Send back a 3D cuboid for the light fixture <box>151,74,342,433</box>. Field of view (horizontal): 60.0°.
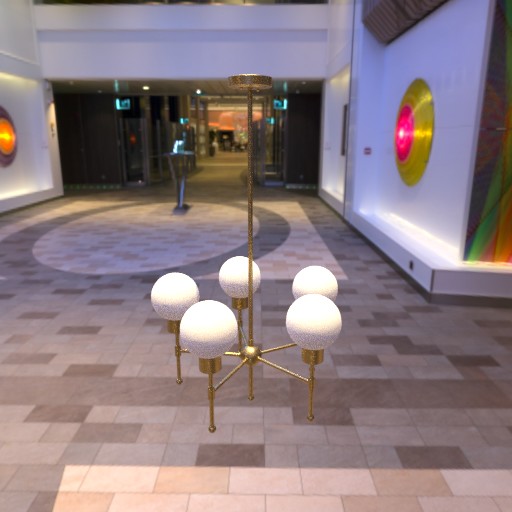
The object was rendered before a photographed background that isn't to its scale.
[{"bbox_3d":[0.000,0.000,1.763,0.785,1.331,0.815,14,20,42],"label":"light fixture"}]
